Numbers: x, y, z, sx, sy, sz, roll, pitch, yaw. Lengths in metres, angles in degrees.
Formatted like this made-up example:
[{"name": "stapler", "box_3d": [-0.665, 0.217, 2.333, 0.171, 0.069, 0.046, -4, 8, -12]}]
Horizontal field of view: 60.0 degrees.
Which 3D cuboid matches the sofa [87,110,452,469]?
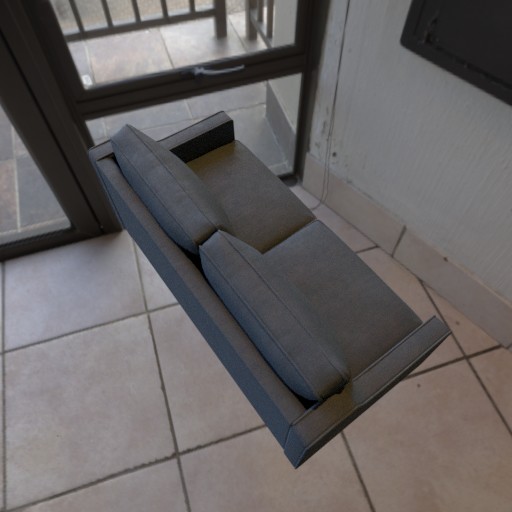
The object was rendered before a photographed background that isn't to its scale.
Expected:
[{"name": "sofa", "box_3d": [0.000, 0.000, 2.801, 1.066, 1.071, 2.178, -32, 63, -18]}]
